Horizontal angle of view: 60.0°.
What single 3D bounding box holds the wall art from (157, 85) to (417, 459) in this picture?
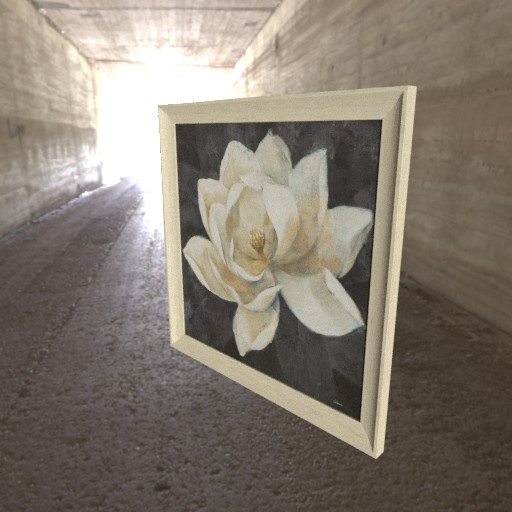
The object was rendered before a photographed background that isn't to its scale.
[{"bbox_3d":[0.000,0.000,1.505,1.016,1.016,0.045,15,21,42],"label":"wall art"}]
